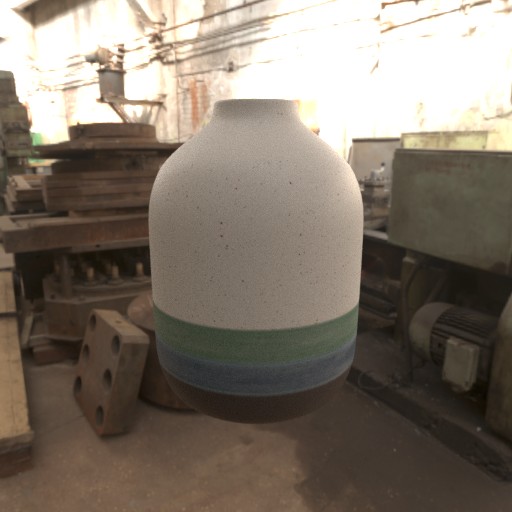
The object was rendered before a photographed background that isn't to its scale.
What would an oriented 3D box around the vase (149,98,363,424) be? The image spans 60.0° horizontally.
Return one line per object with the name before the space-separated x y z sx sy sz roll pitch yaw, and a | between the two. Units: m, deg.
vase | 0.000 0.000 0.365 0.169 0.240 0.169 0 14 0
